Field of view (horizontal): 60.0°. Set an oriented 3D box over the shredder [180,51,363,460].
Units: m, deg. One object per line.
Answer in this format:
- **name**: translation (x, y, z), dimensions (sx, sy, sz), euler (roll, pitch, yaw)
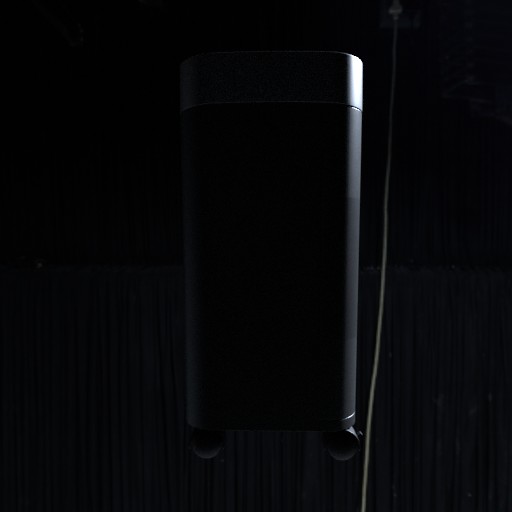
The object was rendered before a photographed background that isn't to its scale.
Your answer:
- **shredder**: translation (0.000, 0.000, 0.601), dimensions (0.237, 0.419, 0.311), euler (0, 2, 2)
